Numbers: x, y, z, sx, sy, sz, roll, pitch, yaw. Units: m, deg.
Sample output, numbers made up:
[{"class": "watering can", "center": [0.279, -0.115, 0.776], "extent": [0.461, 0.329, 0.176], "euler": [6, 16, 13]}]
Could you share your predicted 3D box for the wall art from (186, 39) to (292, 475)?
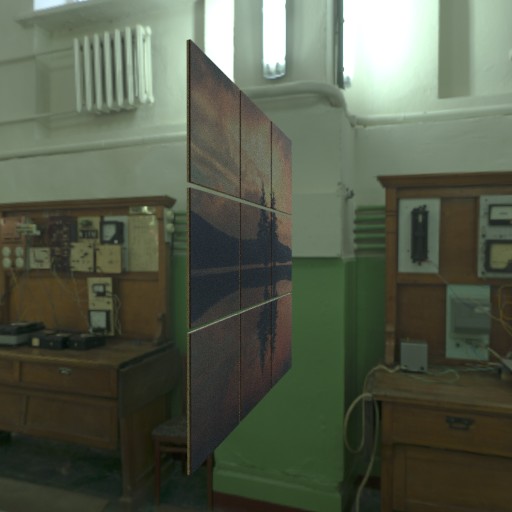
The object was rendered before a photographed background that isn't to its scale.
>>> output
[{"class": "wall art", "center": [0.000, 0.000, 1.816], "extent": [0.013, 1.218, 1.216], "euler": [0, 1, 18]}]
